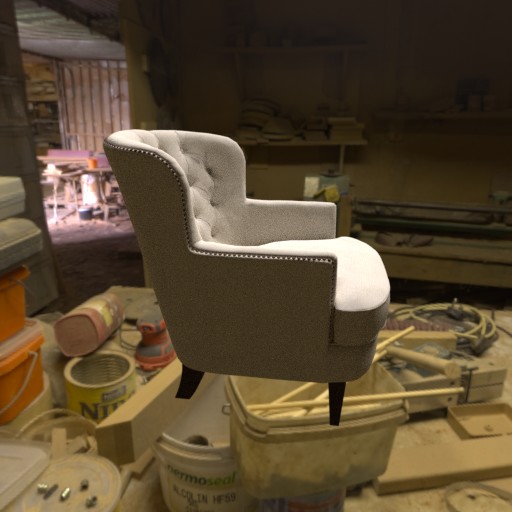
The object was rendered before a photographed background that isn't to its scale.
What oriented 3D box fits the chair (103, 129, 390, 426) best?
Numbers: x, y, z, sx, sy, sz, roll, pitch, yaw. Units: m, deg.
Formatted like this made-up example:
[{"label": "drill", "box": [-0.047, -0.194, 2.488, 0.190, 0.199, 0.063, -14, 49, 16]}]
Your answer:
[{"label": "chair", "box": [0.000, 0.000, 1.585, 0.906, 0.868, 0.848, 3, 17, 9]}]
